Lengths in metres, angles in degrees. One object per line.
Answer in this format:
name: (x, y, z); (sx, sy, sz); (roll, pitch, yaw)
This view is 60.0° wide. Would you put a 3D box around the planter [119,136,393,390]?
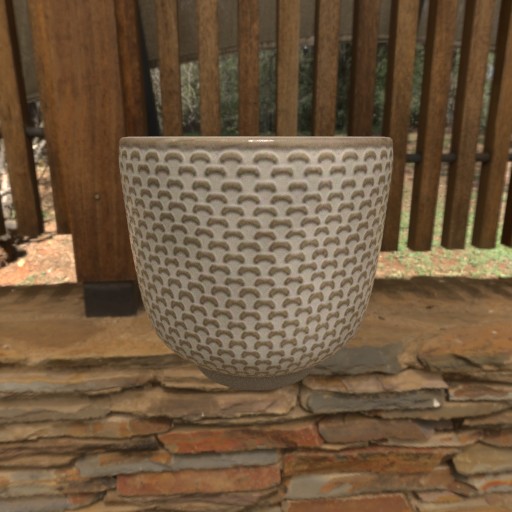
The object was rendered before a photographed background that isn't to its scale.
planter: (0.000, 0.000, 0.308); (0.173, 0.160, 0.173); (0, 15, 0)
